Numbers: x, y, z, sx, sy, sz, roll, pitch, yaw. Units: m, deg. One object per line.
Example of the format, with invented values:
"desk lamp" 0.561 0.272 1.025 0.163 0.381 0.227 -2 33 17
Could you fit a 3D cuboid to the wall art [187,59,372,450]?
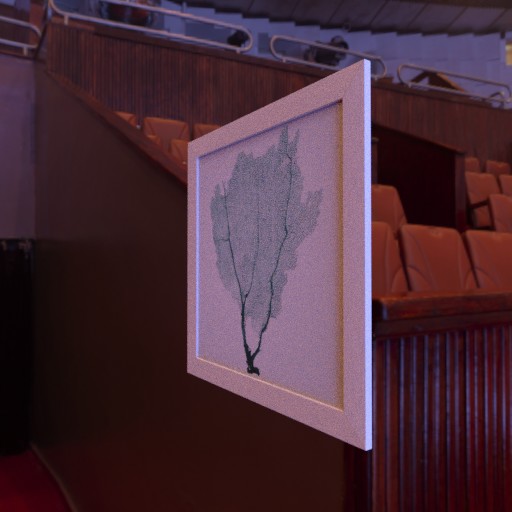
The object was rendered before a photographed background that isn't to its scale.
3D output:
"wall art" 0.000 0.000 0.888 0.015 0.577 0.572 1 -1 -36
